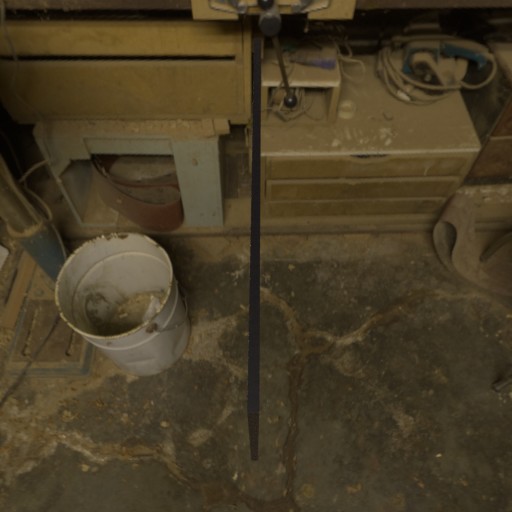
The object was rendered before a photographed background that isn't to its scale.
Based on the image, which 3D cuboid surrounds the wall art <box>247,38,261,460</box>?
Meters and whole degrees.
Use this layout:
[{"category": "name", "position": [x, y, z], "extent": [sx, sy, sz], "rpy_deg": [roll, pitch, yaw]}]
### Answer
[{"category": "wall art", "position": [0.000, 0.000, 1.218], "extent": [0.019, 0.660, 0.957], "rpy_deg": [0, 59, 0]}]
